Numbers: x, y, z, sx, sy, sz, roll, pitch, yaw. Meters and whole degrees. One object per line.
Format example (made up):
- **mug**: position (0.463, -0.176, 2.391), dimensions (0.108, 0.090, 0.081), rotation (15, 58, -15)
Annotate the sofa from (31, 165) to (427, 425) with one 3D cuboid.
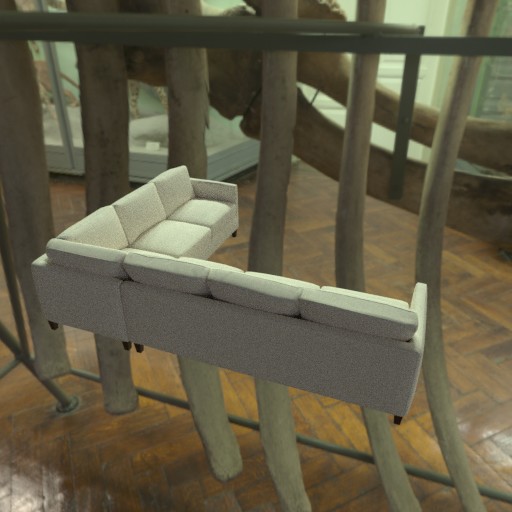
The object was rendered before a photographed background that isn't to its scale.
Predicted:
- **sofa**: position (0.000, 0.000, 4.511), dimensions (3.302, 0.947, 2.593), rotation (10, 30, 18)
